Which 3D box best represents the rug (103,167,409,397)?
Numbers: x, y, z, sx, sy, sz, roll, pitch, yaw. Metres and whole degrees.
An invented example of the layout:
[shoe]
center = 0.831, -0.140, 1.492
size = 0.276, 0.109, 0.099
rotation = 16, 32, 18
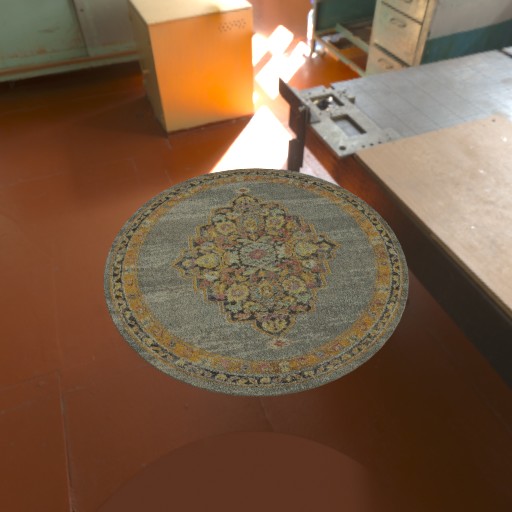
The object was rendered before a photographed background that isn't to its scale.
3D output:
[rug]
center = 0.000, 0.000, 2.385
size = 1.598, 0.010, 1.598
rotation = 0, 47, 0
